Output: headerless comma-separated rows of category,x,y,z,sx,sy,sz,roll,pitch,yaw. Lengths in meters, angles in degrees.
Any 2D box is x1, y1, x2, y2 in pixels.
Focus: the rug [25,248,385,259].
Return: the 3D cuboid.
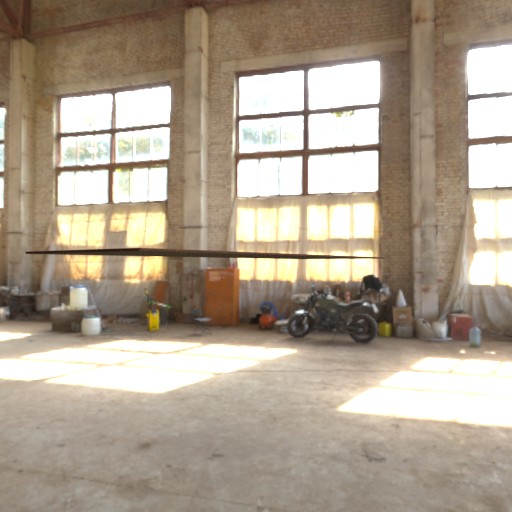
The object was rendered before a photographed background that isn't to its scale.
rug,0.000,0.000,2.727,0.769,0.012,2.448,-1,-1,35
